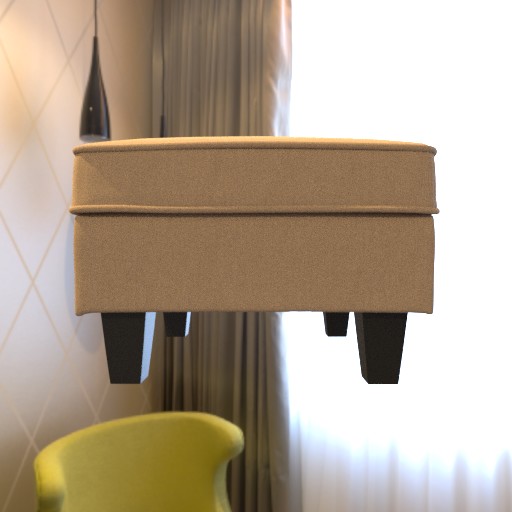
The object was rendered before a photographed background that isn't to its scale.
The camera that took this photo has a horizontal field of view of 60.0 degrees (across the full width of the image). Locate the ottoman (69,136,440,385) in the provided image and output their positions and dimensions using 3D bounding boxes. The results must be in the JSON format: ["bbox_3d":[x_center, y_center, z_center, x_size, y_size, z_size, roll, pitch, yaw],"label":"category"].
[{"bbox_3d":[0.000,0.000,1.004,0.616,0.438,0.613,0,0,1],"label":"ottoman"}]
